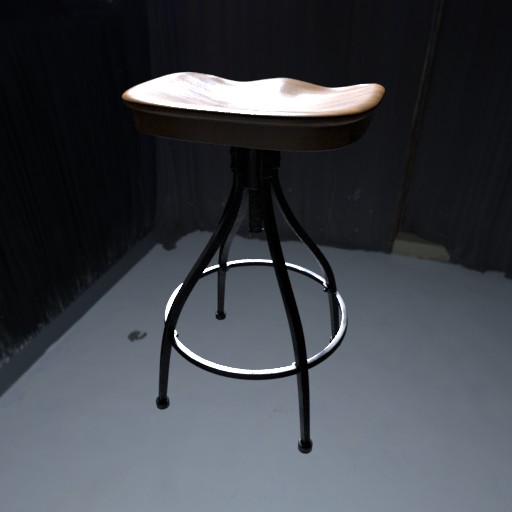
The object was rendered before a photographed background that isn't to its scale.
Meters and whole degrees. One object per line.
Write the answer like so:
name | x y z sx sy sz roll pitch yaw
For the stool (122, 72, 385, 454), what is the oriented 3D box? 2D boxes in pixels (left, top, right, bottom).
stool | 0.000 0.000 0.957 0.432 0.694 0.424 10 33 16
